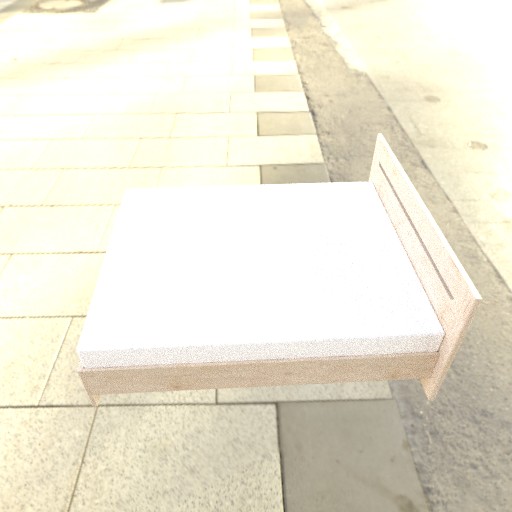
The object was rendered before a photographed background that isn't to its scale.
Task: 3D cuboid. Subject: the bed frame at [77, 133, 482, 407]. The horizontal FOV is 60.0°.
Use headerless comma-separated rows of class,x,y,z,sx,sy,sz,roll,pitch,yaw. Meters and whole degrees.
bed frame,0.000,0.000,3.061,2.080,0.900,1.800,-2,41,-2
